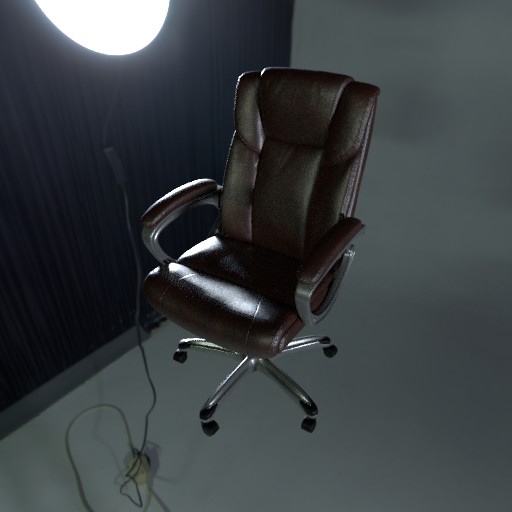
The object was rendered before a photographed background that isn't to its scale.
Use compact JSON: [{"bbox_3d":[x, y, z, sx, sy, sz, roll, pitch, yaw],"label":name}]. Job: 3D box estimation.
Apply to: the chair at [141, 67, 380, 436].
[{"bbox_3d":[0.000,0.000,1.528,0.656,1.128,0.692,19,36,28],"label":"chair"}]
